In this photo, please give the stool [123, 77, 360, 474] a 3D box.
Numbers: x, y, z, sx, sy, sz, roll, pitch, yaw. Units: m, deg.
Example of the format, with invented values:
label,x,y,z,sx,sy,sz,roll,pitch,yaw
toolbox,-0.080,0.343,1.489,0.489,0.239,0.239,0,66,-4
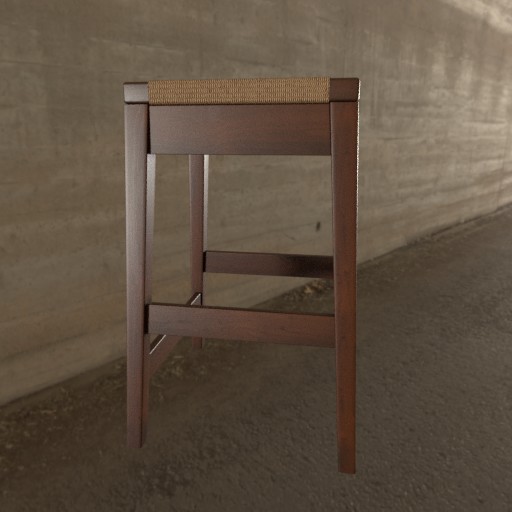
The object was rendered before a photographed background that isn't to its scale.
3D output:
label,x,y,z,sx,sy,sz,roll,pitch,yaw
stool,0.000,0.000,1.082,0.497,0.762,0.507,3,16,9
